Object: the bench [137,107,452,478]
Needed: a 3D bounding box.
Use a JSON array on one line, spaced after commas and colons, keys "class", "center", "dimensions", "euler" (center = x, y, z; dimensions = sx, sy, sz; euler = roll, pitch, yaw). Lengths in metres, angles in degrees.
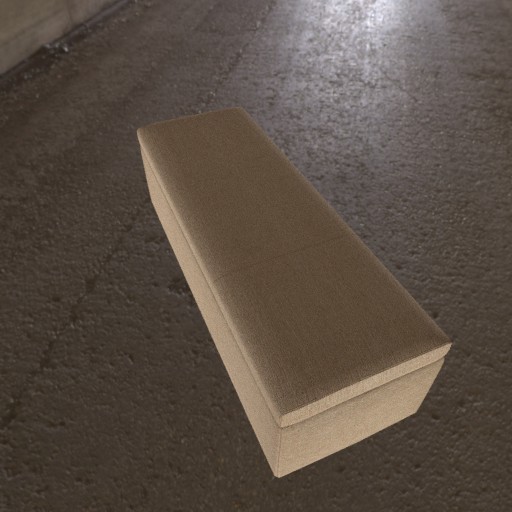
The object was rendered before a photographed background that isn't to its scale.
[{"class": "bench", "center": [0.000, 0.000, 1.479], "dimensions": [0.446, 0.438, 1.269], "euler": [-17, 48, -17]}]
